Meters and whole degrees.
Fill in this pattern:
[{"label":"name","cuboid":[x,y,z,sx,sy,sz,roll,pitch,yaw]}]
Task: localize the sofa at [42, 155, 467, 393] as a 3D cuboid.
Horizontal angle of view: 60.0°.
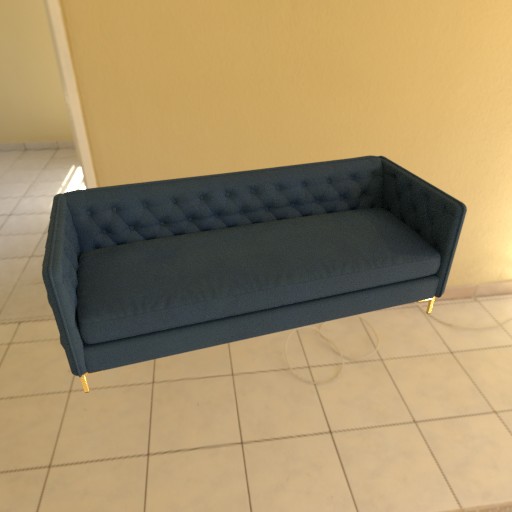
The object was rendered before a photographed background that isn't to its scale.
[{"label":"sofa","cuboid":[0.000,0.000,2.670,2.209,0.771,0.895,-10,33,-15]}]
